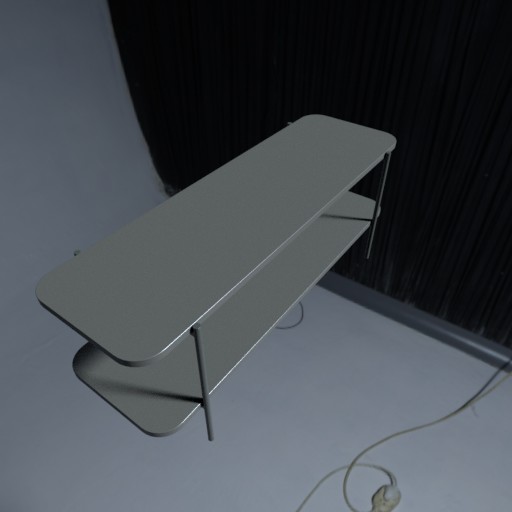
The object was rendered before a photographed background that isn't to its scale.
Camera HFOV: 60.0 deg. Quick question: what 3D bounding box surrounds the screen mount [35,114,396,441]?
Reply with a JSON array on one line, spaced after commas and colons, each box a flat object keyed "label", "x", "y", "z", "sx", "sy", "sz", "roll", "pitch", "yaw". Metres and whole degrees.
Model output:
[{"label": "screen mount", "x": 0.000, "y": 0.000, "z": 1.388, "sx": 0.400, "sy": 0.447, "sz": 1.200, "roll": 26, "pitch": 46, "yaw": 27}]
